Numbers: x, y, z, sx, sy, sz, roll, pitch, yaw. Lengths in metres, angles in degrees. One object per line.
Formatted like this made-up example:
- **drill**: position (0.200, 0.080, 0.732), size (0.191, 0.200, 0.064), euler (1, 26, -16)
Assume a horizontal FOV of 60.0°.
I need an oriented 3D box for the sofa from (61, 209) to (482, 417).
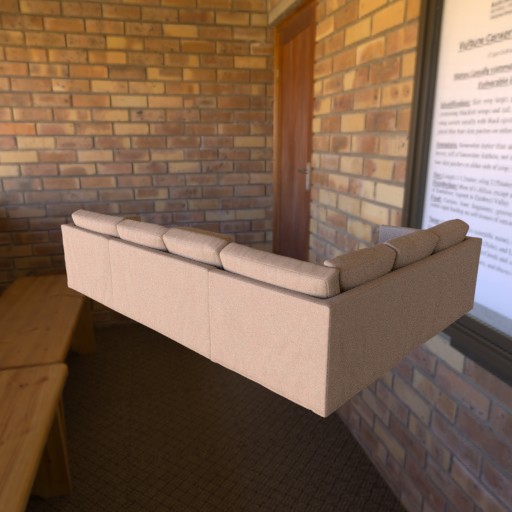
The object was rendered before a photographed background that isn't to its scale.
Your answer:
- **sofa**: position (0.000, 0.000, 4.443), size (3.460, 0.882, 2.427), euler (14, 20, 42)
